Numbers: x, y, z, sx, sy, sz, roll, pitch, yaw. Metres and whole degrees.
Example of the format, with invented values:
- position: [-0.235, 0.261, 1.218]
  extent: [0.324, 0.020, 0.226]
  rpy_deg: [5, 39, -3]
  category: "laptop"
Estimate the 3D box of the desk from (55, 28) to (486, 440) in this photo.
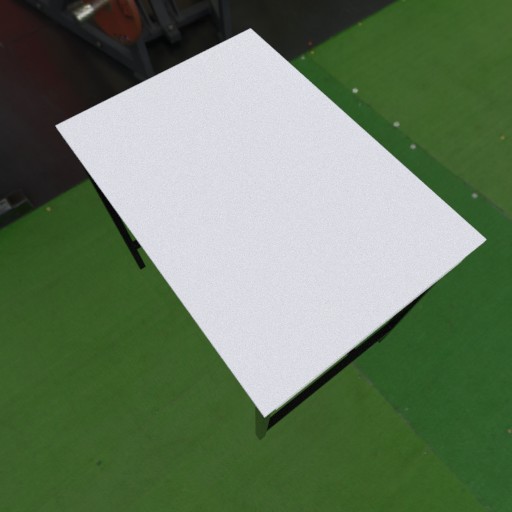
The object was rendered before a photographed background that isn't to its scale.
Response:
- position: [0.000, 0.000, 1.319]
  extent: [0.573, 0.766, 0.811]
  rpy_deg: [-34, 68, -16]
  category: "desk"
